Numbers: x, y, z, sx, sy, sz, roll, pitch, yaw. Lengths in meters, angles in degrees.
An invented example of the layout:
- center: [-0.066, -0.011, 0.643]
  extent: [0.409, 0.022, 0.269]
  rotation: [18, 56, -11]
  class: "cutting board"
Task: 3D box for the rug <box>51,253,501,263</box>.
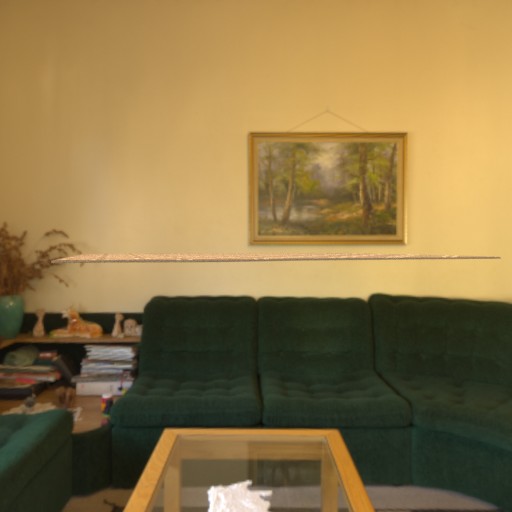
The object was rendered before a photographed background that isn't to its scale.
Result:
- center: [0.000, 0.000, 3.770]
  extent: [2.895, 0.018, 2.288]
  rotation: [0, 1, -17]
  class: "rug"
